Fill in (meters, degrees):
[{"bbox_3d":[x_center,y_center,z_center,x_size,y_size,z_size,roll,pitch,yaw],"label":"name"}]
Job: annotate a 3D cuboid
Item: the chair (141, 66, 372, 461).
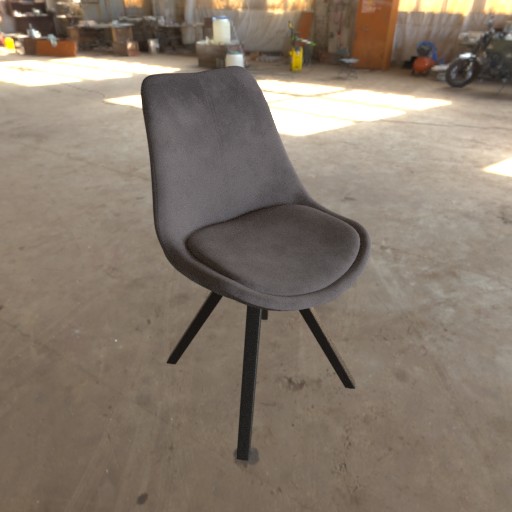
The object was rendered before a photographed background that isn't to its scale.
[{"bbox_3d":[0.000,0.000,1.160,0.476,0.850,0.550,-21,37,-31],"label":"chair"}]
